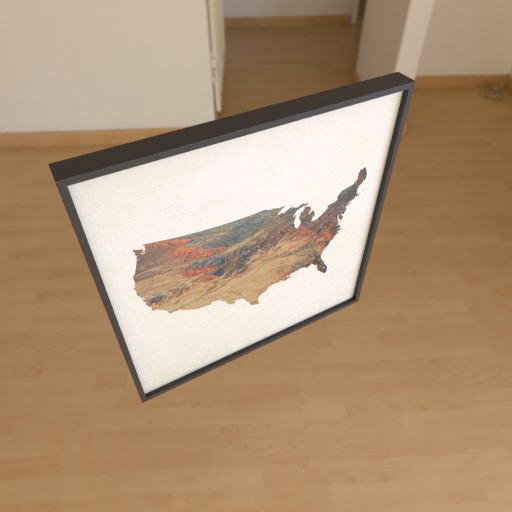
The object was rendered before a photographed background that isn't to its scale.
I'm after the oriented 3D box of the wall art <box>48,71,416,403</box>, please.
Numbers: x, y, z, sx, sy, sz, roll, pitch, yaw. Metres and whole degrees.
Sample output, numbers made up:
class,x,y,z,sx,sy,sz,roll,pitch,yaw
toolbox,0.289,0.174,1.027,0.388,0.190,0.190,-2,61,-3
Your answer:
class,x,y,z,sx,sy,sz,roll,pitch,yaw
wall art,0.000,0.000,0.748,0.507,0.507,0.038,-21,49,-20
